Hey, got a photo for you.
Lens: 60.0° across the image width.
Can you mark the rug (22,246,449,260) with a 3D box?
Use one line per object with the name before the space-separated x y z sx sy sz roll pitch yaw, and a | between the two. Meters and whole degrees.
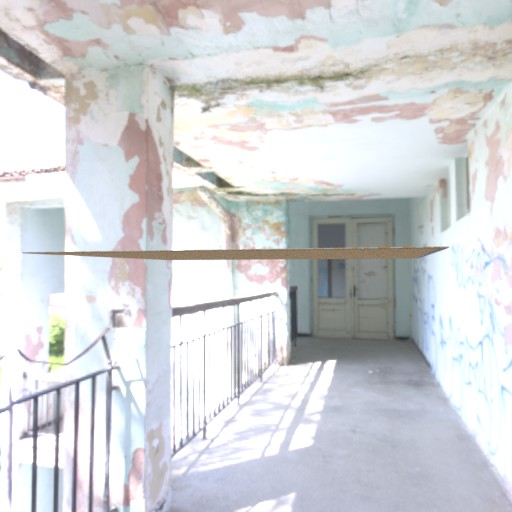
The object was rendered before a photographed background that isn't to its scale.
rug | 0.000 0.000 4.152 3.037 0.011 2.433 -1 -2 16
